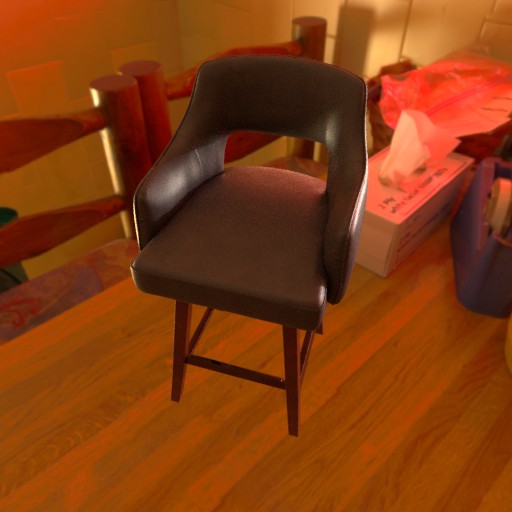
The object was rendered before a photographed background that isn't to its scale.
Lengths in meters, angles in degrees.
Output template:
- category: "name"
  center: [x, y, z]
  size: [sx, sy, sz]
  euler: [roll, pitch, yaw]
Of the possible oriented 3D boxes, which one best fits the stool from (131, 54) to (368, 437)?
- category: "stool"
  center: [0.000, 0.000, 1.268]
  size: [0.550, 0.936, 0.560]
  euler: [11, 43, 13]
